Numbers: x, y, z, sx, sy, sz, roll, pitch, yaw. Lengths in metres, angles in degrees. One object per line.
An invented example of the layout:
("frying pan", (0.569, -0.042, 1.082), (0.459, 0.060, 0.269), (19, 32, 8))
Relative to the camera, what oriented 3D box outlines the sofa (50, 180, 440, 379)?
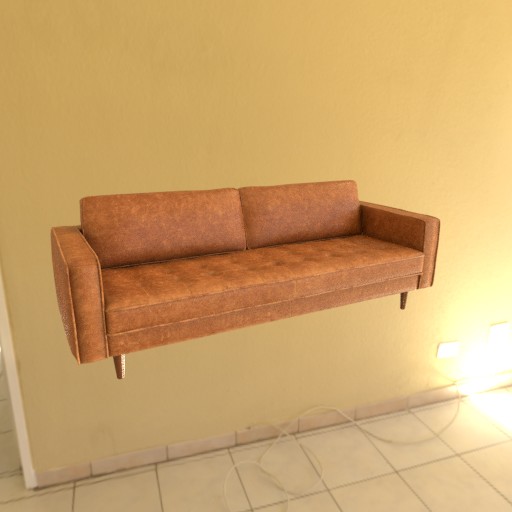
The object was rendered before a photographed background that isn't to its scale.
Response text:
("sofa", (0.000, 0.000, 2.663), (2.199, 0.779, 0.886), (-8, 18, -27))
